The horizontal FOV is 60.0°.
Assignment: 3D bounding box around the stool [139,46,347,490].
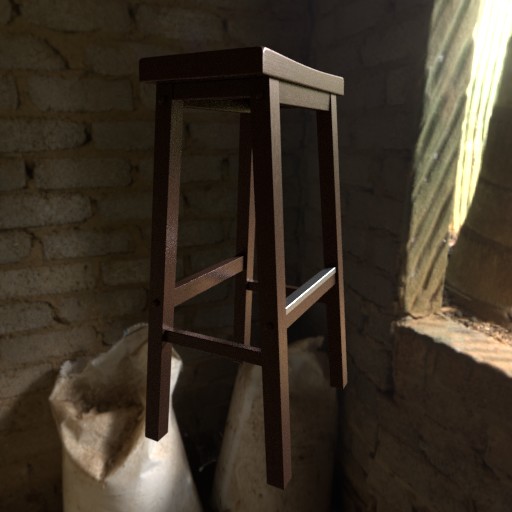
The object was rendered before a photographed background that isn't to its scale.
[{"bbox_3d":[0.000,0.000,0.948,0.322,0.742,0.406,8,17,26],"label":"stool"}]
